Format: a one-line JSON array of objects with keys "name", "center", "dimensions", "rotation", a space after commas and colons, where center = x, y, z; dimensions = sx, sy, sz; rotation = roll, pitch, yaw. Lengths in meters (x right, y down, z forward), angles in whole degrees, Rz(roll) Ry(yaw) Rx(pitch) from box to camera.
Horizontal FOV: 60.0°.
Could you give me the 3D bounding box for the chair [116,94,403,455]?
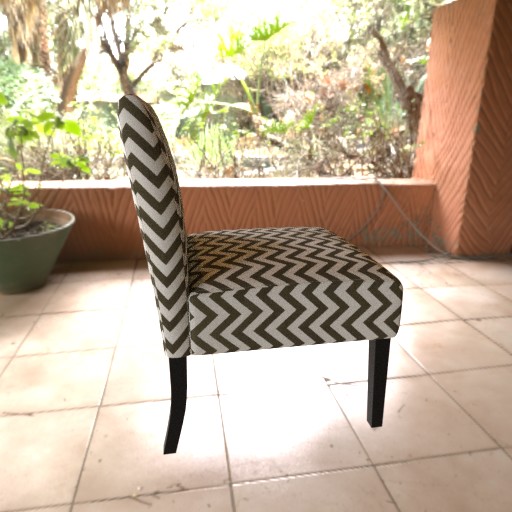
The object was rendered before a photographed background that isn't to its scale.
[{"name": "chair", "center": [0.000, 0.000, 1.266], "dimensions": [0.648, 0.838, 0.589], "rotation": [-3, 17, -10]}]
